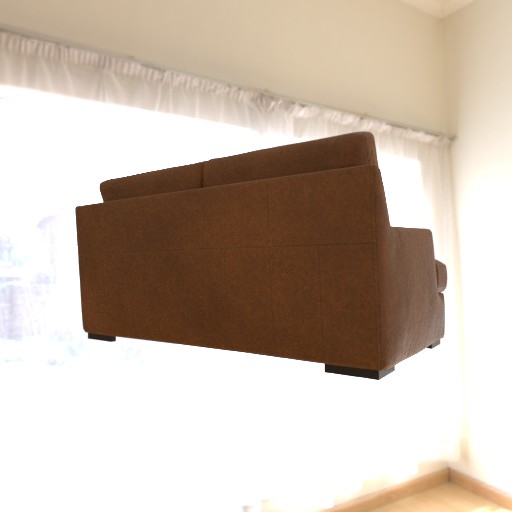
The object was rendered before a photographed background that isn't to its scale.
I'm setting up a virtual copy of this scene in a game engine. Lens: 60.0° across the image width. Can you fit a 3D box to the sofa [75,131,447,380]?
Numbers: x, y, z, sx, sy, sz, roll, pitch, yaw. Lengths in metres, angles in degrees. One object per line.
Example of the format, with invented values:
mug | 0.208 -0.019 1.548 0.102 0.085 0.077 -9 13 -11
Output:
sofa | 0.000 0.000 2.517 1.880 0.966 1.144 -1 -2 35
